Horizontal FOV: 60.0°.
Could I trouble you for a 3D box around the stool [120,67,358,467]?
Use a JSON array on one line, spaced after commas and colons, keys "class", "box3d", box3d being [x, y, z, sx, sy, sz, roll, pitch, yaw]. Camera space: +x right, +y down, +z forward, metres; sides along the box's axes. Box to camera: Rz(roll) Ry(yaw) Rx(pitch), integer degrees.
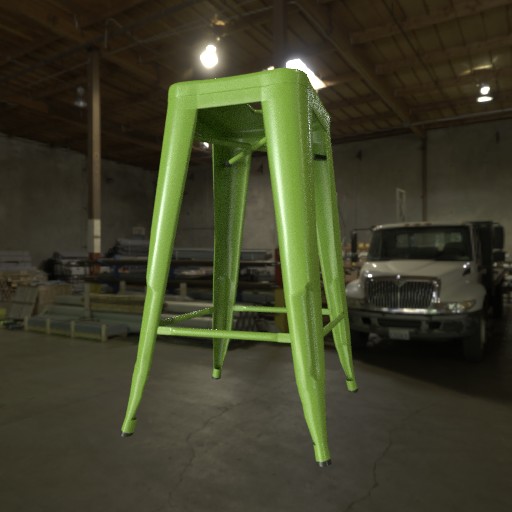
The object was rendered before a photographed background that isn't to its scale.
[{"class": "stool", "box3d": [0.000, 0.000, 0.875, 0.358, 0.609, 0.398, 0, 0, 19]}]
